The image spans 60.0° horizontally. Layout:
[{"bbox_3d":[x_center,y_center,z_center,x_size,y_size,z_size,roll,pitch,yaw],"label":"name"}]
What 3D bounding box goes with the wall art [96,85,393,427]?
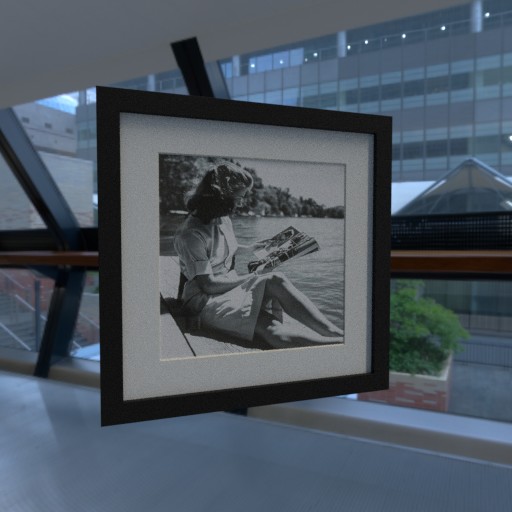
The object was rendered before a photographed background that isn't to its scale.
[{"bbox_3d":[0.000,0.000,0.460,0.308,0.305,0.030,-1,3,-19],"label":"wall art"}]
